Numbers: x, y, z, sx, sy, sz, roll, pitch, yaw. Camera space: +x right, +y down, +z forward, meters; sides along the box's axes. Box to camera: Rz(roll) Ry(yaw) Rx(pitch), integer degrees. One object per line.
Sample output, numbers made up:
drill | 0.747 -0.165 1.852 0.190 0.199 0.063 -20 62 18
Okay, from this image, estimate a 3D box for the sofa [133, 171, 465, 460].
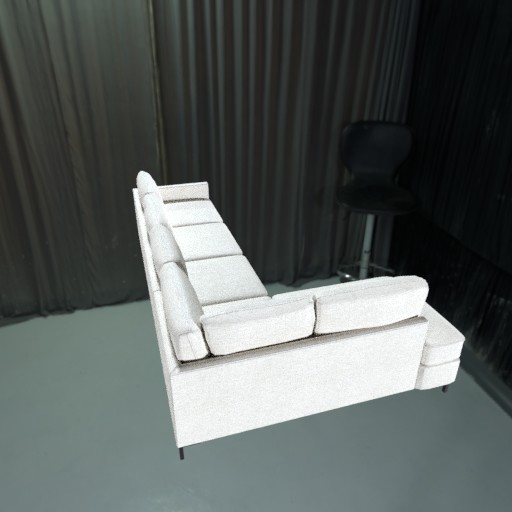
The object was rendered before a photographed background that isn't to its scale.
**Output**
sofa | 0.000 0.000 4.251 2.048 0.996 3.384 -8 29 -15
